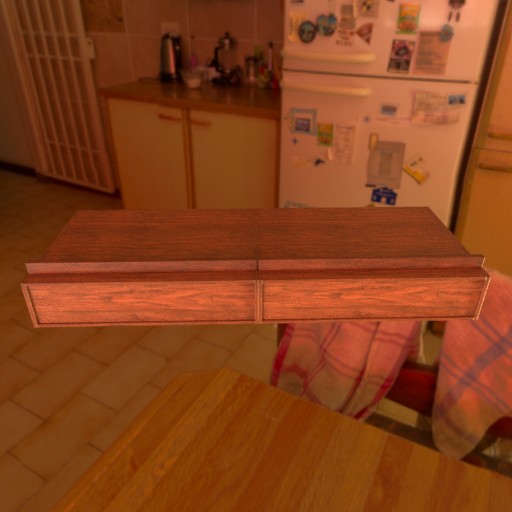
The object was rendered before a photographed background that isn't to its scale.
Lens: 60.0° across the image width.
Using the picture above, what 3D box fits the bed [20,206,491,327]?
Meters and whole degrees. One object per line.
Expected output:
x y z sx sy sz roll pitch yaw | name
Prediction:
0.000 0.000 2.332 2.057 0.326 0.787 -1 30 -1 | bed
